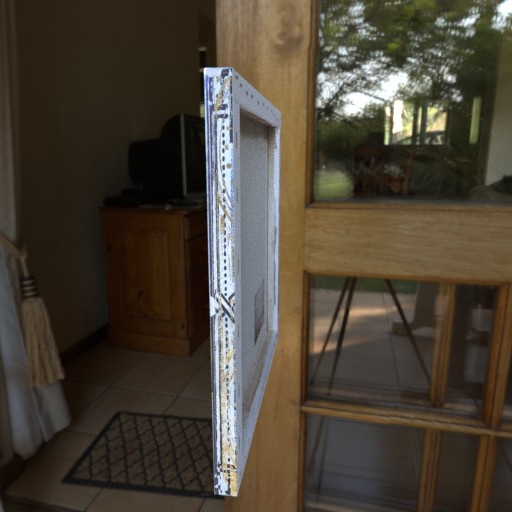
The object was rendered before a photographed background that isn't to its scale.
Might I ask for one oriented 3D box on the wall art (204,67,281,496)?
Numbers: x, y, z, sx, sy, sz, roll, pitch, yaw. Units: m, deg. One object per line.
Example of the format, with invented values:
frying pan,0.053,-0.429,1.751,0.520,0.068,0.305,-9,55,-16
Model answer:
wall art,0.000,0.000,0.896,0.036,0.607,0.609,2,13,8
